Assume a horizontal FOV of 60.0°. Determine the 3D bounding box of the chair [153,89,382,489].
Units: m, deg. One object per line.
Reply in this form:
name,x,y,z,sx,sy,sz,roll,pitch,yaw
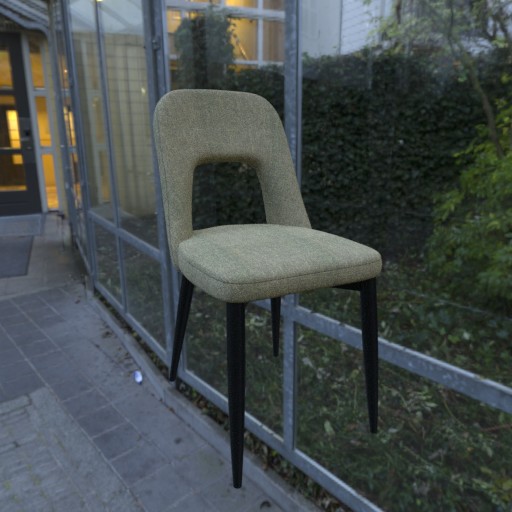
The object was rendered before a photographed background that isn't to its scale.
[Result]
chair,0.000,0.000,1.256,0.470,0.931,0.612,-8,17,-27
